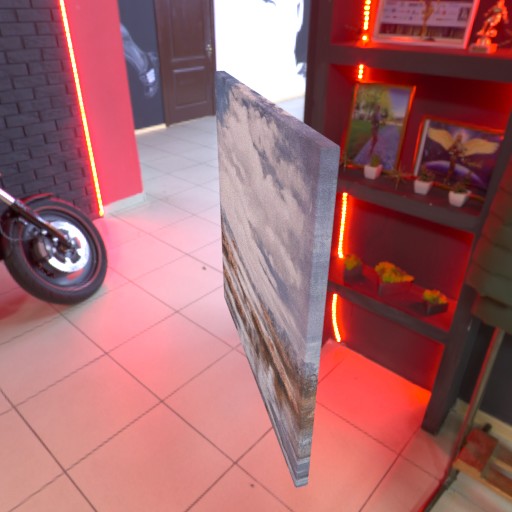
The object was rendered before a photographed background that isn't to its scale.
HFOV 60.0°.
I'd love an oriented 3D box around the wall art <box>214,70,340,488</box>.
[{"bbox_3d":[0.000,0.000,1.476,0.040,1.020,1.010,-8,31,-13],"label":"wall art"}]
